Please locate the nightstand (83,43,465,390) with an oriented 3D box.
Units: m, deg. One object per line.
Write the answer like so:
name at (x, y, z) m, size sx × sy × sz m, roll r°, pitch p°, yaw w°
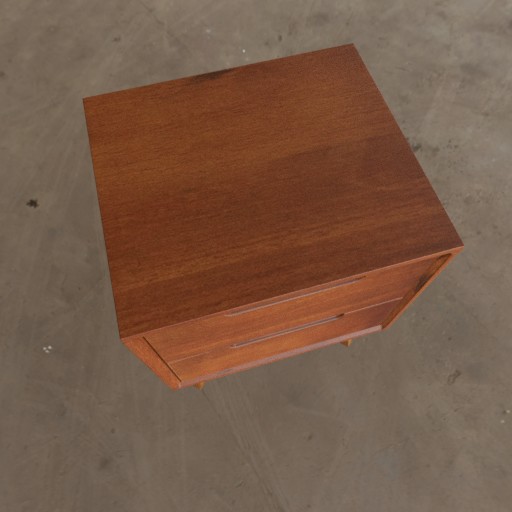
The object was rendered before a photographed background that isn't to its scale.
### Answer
nightstand at (0.000, 0.000, 0.923) m, size 0.460 × 0.618 × 0.411 m, roll -14°, pitch 65°, yaw -7°
